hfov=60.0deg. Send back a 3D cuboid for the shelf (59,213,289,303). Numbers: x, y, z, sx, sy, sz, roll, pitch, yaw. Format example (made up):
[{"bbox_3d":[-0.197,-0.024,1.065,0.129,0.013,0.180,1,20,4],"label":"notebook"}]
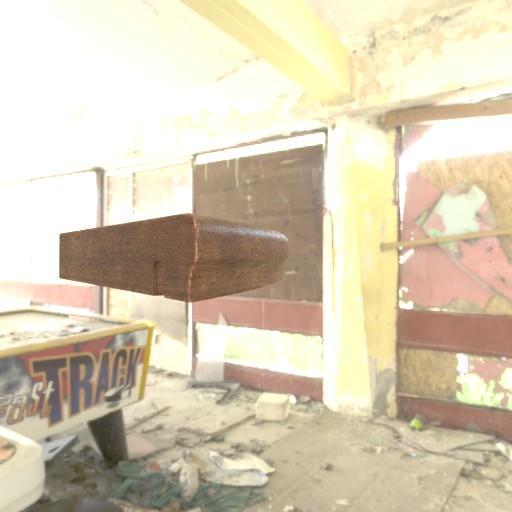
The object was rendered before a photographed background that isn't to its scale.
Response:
[{"bbox_3d":[0.000,0.000,0.452,0.310,0.050,0.310,0,0,-36],"label":"shelf"}]
